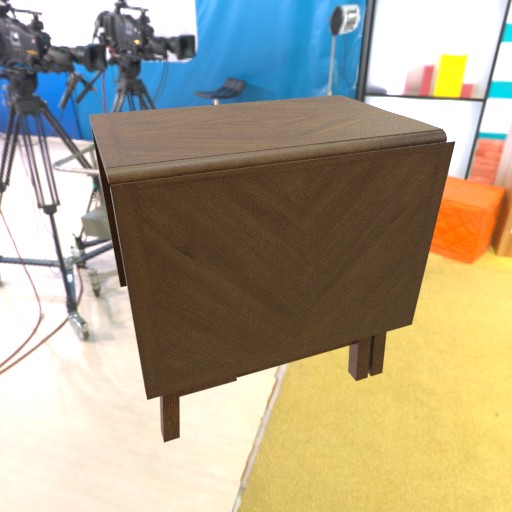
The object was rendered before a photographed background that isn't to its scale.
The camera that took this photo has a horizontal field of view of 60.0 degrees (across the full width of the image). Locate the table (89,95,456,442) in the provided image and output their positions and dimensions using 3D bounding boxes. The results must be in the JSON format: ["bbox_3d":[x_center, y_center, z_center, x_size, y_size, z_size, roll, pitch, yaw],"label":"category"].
[{"bbox_3d":[0.000,0.000,1.644,0.967,0.981,0.701,-11,32,-19],"label":"table"}]
